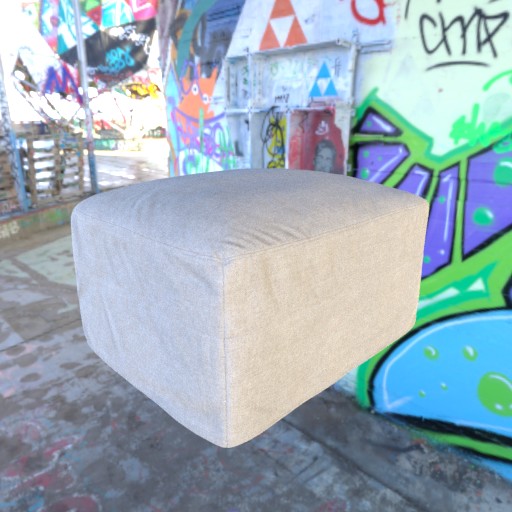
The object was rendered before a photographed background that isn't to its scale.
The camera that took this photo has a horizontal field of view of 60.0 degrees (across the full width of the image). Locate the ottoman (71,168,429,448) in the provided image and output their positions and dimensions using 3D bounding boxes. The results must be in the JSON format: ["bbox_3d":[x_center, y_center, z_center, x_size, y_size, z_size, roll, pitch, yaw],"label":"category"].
[{"bbox_3d":[0.000,0.000,1.281,0.837,0.481,0.683,-17,24,-42],"label":"ottoman"}]
